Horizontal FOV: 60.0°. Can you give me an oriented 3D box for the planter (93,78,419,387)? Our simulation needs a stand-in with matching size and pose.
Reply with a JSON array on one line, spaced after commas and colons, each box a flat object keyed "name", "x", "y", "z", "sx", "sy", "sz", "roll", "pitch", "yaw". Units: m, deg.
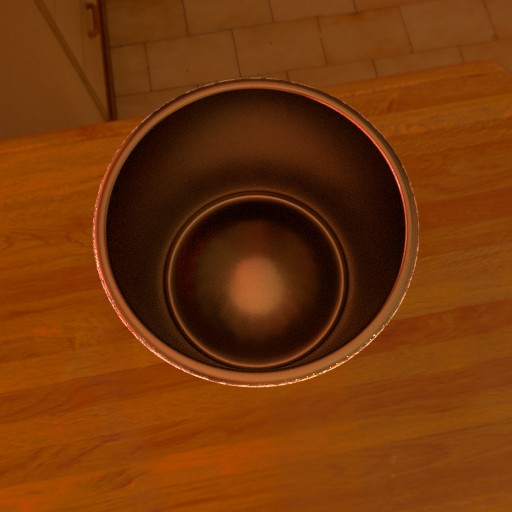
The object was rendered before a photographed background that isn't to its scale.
[{"name": "planter", "x": 0.000, "y": 0.000, "z": 0.390, "sx": 0.221, "sy": 0.201, "sz": 0.221, "roll": 0, "pitch": 75, "yaw": 0}]
